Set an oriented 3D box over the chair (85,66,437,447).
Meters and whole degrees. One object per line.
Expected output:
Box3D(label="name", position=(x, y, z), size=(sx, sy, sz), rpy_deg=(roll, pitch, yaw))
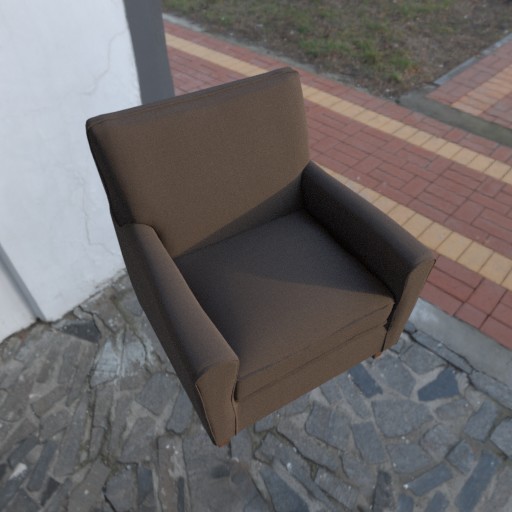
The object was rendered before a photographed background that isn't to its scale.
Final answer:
Box3D(label="chair", position=(0.000, 0.000, 1.588), size=(0.836, 0.911, 0.831), rpy_deg=(-23, 51, -20))
